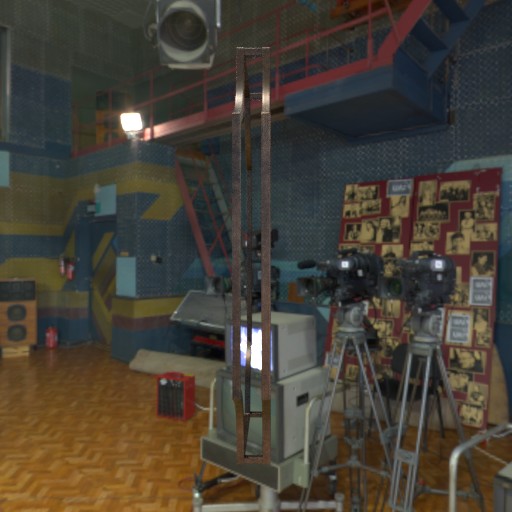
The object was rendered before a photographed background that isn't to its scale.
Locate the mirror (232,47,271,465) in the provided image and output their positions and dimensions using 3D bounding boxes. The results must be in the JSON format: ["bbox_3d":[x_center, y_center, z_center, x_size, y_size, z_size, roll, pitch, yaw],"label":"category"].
[{"bbox_3d":[0.000,0.000,0.989,0.066,0.811,0.462,0,0,2],"label":"mirror"}]
